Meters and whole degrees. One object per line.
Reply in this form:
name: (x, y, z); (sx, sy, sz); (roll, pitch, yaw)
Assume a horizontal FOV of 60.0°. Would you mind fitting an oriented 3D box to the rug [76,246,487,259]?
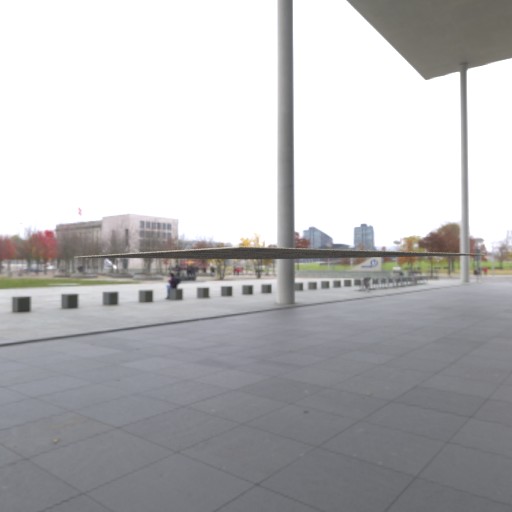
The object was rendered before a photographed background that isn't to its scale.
rug: (0.000, 0.000, 3.980); (2.380, 0.008, 2.977); (1, -2, -37)
